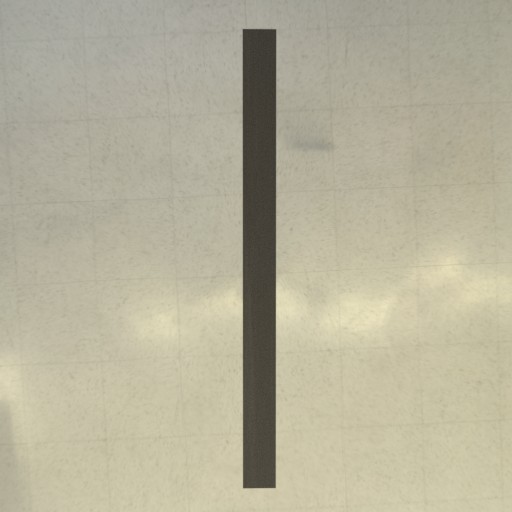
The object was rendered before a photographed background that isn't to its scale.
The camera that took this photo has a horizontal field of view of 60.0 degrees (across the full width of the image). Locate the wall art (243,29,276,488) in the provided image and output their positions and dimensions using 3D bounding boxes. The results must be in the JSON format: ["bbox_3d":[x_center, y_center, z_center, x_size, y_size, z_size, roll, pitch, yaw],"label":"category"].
[{"bbox_3d":[0.000,0.000,0.744,0.037,0.507,0.509,0,91,-1],"label":"wall art"}]
